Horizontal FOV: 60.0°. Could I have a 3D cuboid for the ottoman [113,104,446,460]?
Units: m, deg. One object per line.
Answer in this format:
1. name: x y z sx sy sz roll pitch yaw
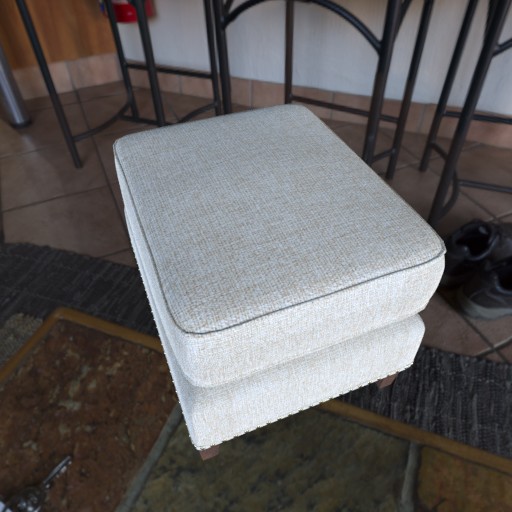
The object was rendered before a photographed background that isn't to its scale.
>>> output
1. ottoman: 0.000 0.000 1.168 0.589 0.537 0.738 -16 47 -15
